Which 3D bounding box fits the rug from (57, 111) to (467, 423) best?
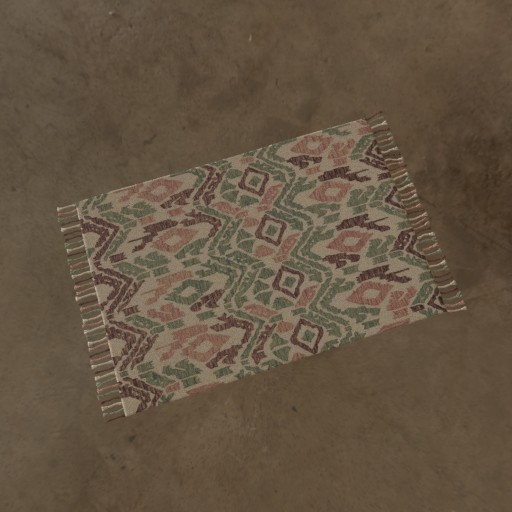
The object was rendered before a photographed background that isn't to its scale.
[{"bbox_3d":[0.000,0.000,2.984,2.438,0.011,1.524,-17,77,-4],"label":"rug"}]
